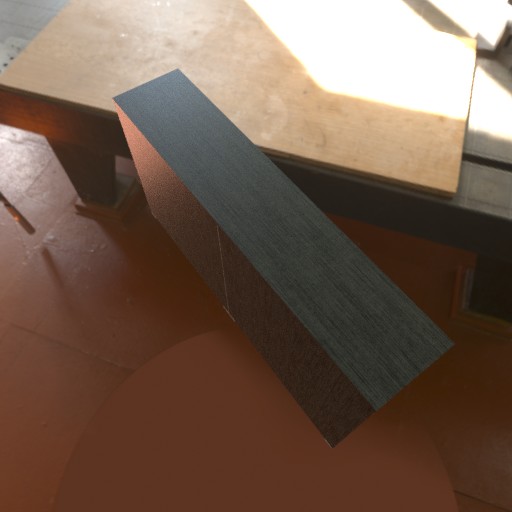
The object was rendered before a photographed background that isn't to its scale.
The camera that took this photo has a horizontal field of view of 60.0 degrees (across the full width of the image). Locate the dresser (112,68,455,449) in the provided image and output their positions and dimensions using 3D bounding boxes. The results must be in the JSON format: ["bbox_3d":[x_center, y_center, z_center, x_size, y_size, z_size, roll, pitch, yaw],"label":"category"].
[{"bbox_3d":[0.000,0.000,1.892,0.333,0.790,1.535,-32,65,-18],"label":"dresser"}]
